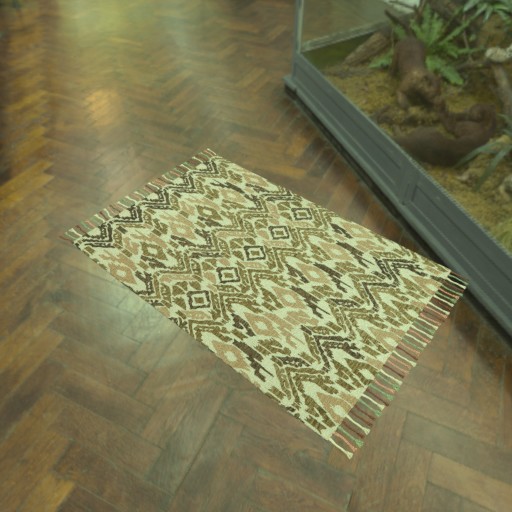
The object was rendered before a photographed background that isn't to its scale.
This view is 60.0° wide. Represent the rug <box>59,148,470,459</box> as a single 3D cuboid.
[{"bbox_3d":[0.000,0.000,3.036,2.438,0.008,1.524,31,53,27],"label":"rug"}]
